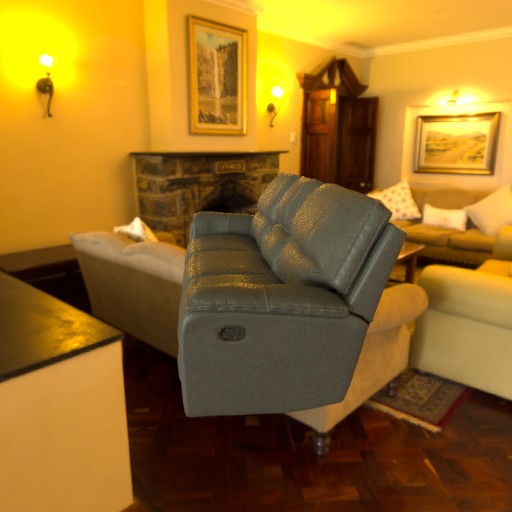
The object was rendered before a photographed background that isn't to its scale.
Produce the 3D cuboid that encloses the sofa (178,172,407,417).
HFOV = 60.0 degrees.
[{"bbox_3d":[0.000,0.000,3.274,1.104,1.134,2.627,-2,14,-7],"label":"sofa"}]
